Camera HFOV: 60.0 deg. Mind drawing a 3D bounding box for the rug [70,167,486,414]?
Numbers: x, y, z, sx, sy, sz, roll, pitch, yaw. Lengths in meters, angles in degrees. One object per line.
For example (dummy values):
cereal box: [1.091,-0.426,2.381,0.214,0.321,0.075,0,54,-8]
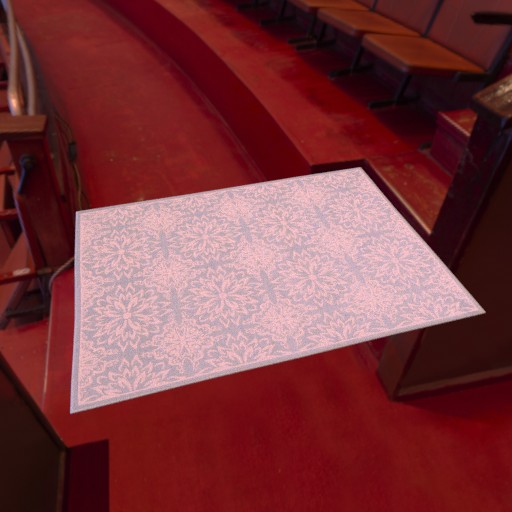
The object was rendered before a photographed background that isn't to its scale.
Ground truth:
rug: [0.000,0.000,2.803,2.205,0.014,1.589,-11,44,-12]
